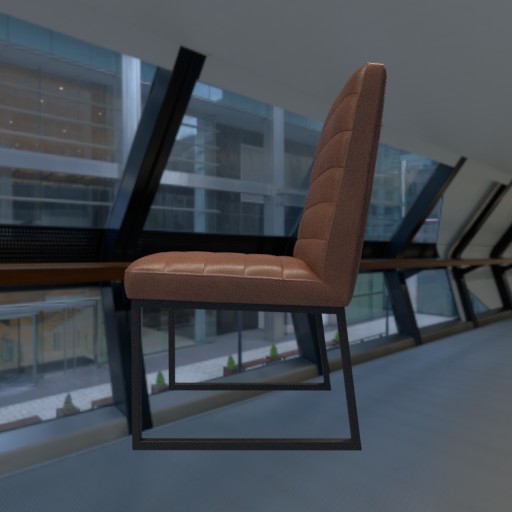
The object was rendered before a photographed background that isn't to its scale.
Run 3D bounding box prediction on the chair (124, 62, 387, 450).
[{"bbox_3d":[0.000,0.000,1.291,0.634,0.930,0.520,0,1,0],"label":"chair"}]
